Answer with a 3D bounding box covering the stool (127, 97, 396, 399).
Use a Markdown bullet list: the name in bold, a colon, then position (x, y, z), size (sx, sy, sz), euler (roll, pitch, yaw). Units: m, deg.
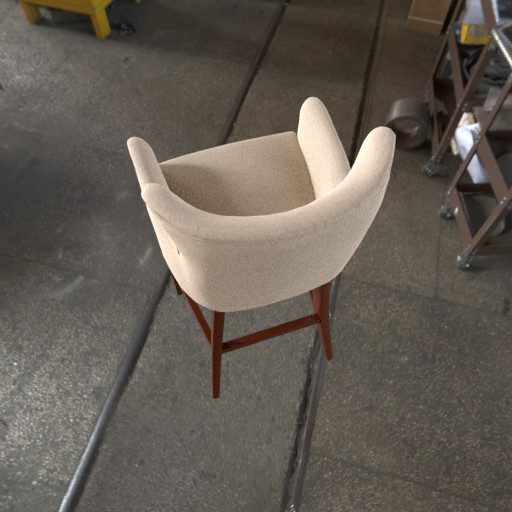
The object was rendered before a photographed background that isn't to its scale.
- **stool**: position (0.000, 0.000, 1.361), size (0.556, 1.034, 0.563), euler (-16, 58, -10)
